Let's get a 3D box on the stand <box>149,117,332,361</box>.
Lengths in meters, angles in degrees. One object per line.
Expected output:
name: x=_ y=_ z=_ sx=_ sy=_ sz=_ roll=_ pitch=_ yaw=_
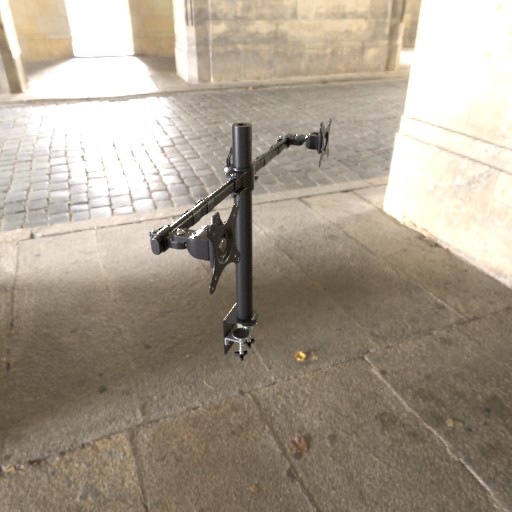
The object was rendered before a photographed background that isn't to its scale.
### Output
stand: x=0.000 y=0.000 z=1.044 sx=0.150 sy=0.603 sz=0.743 roll=11 pitch=31 yaw=19
